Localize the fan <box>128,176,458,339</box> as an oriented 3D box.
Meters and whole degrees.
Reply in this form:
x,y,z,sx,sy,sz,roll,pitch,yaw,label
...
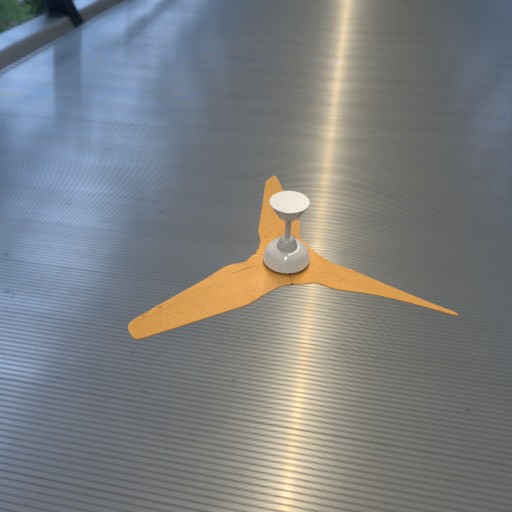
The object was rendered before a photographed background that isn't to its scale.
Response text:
x,y,z,sx,sy,sz,roll,pitch,yaw,label
0.000,0.000,1.630,1.010,0.355,1.142,-25,46,-26,fan
